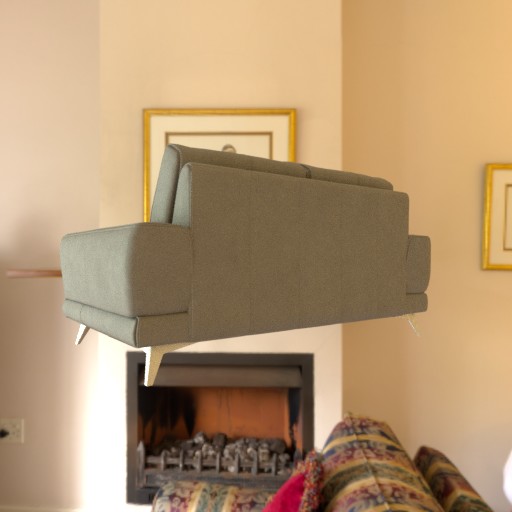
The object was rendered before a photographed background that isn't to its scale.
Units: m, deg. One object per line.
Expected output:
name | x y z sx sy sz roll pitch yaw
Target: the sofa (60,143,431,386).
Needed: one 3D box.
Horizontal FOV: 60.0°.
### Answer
sofa | 0.000 0.000 2.399 1.806 0.907 1.018 0 0 -36
